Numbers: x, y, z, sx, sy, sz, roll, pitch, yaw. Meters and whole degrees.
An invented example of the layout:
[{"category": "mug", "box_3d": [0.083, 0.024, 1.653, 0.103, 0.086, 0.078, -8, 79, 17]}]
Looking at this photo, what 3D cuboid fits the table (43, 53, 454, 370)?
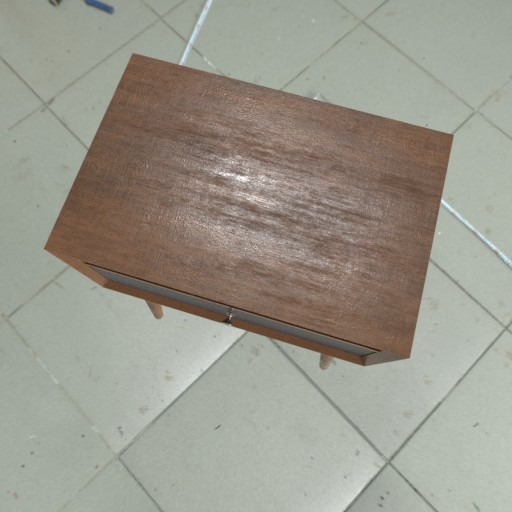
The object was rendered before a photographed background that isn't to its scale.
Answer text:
[{"category": "table", "box_3d": [0.000, 0.000, 0.841, 0.454, 0.580, 0.307, 16, 74, 5]}]
